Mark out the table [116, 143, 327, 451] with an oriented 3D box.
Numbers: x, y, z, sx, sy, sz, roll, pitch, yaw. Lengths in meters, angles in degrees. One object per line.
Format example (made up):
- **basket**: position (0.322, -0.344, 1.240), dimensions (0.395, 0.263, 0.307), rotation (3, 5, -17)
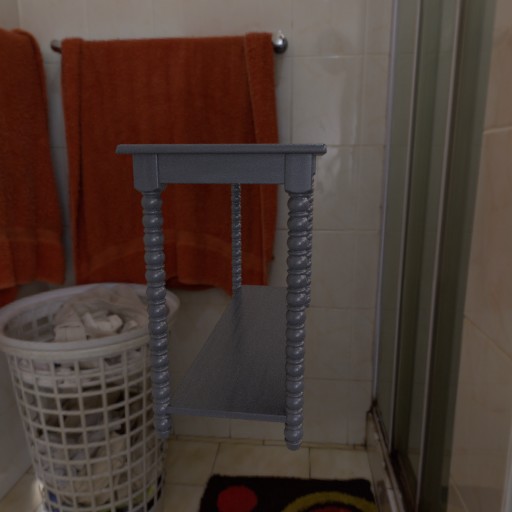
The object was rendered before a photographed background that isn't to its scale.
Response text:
- **table**: position (0.000, 0.000, 1.570), dimensions (0.459, 0.735, 1.184), rotation (2, 13, 8)
